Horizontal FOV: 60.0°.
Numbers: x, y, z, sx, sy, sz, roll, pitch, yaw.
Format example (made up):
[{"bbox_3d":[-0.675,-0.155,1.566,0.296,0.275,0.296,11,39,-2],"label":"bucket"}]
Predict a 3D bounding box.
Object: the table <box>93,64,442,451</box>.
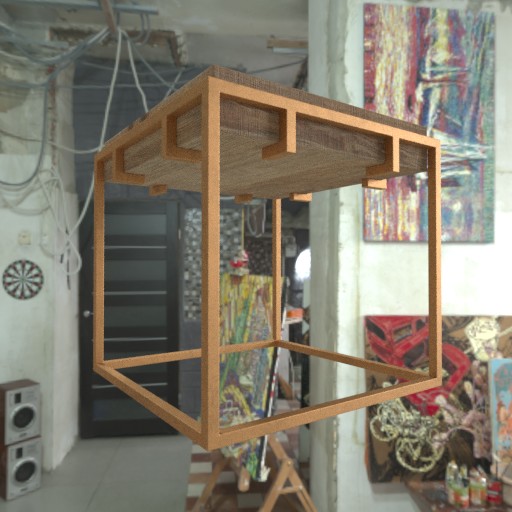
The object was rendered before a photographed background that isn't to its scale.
[{"bbox_3d":[0.000,0.000,1.070,0.599,0.584,0.599,1,-1,-35],"label":"table"}]
